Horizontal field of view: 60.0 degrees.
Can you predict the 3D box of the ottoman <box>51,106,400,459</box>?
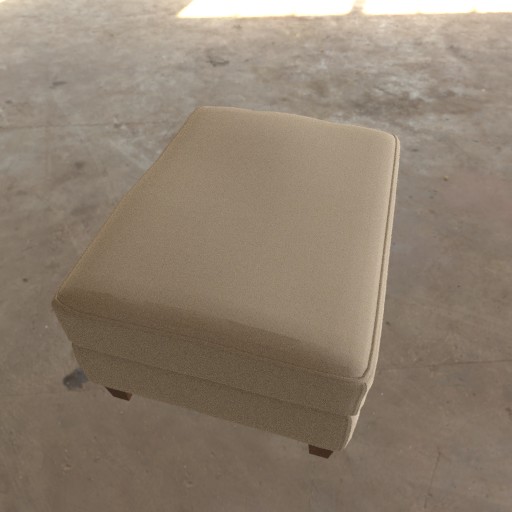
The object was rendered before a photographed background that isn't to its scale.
[{"bbox_3d":[0.000,0.000,1.174,0.634,0.485,0.818,12,47,11],"label":"ottoman"}]
